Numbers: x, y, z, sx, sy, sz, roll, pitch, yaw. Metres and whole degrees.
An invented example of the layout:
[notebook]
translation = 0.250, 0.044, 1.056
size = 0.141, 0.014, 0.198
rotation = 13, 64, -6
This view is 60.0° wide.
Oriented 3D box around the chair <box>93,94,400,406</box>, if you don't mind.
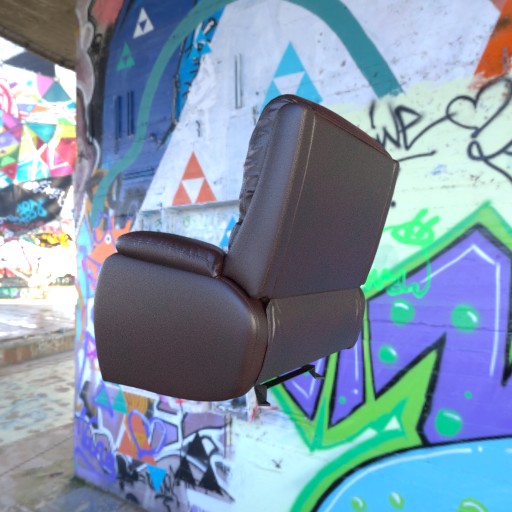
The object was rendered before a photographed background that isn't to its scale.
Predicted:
[chair]
translation = 0.000, 0.000, 1.772
size = 0.899, 1.011, 0.930
rotation = 0, -1, 34
